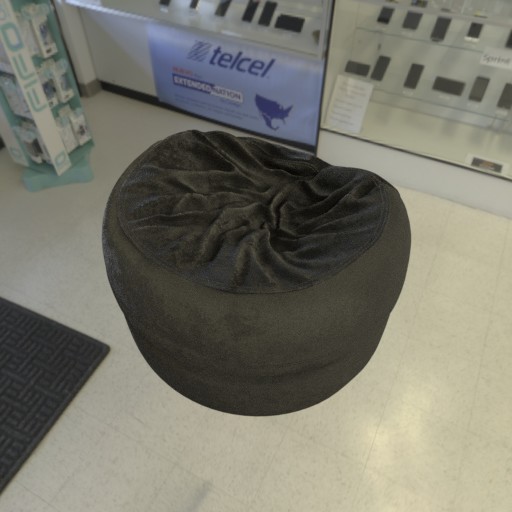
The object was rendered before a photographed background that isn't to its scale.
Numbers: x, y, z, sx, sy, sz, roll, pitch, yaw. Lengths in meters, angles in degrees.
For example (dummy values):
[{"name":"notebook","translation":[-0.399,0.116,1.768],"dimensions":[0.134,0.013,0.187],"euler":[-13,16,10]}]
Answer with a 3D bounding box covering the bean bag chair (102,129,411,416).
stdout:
[{"name":"bean bag chair","translation":[0.000,0.000,1.448],"dimensions":[0.918,0.605,0.918],"euler":[0,48,0]}]
